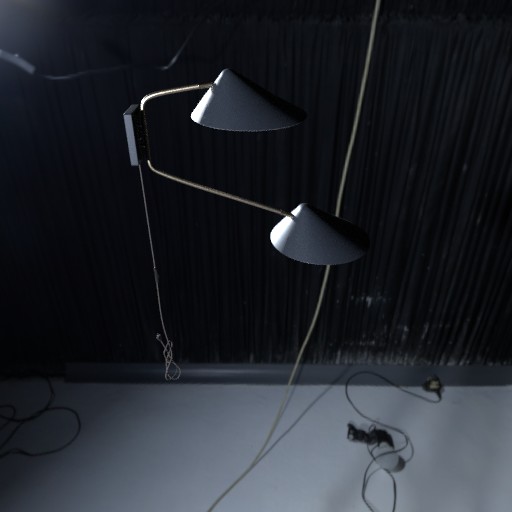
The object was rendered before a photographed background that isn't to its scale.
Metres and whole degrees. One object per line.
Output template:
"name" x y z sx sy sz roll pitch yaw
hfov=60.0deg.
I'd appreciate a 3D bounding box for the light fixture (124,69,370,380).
"light fixture" 0.000 0.000 0.846 0.422 0.665 0.189 0 32 -1
